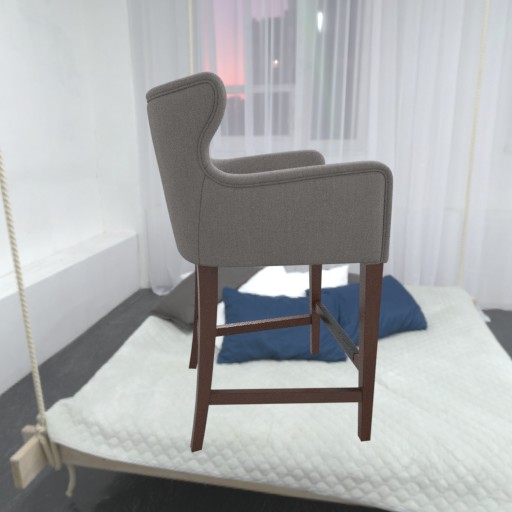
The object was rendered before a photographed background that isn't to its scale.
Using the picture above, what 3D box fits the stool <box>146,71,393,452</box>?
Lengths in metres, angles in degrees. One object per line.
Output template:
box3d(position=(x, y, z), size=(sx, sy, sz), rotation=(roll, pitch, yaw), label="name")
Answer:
box3d(position=(0.000, 0.000, 1.311), size=(0.575, 0.951, 0.575), rotation=(-3, 17, -9), label="stool")
